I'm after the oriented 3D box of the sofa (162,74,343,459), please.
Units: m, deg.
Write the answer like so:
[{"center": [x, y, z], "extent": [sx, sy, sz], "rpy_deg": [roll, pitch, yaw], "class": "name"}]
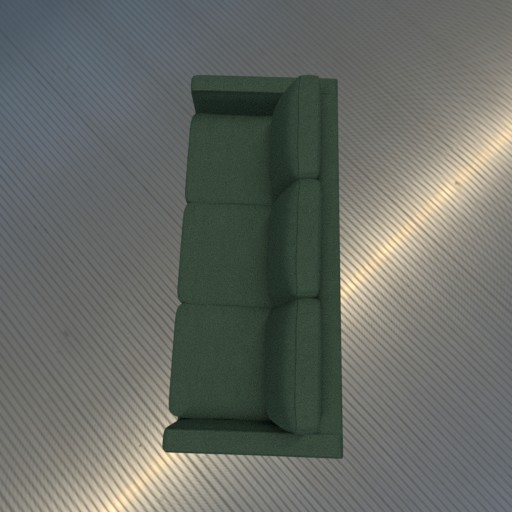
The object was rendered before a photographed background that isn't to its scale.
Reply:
[{"center": [0.000, 0.000, 2.521], "extent": [0.879, 0.899, 2.029], "rpy_deg": [2, 76, 0], "class": "sofa"}]
